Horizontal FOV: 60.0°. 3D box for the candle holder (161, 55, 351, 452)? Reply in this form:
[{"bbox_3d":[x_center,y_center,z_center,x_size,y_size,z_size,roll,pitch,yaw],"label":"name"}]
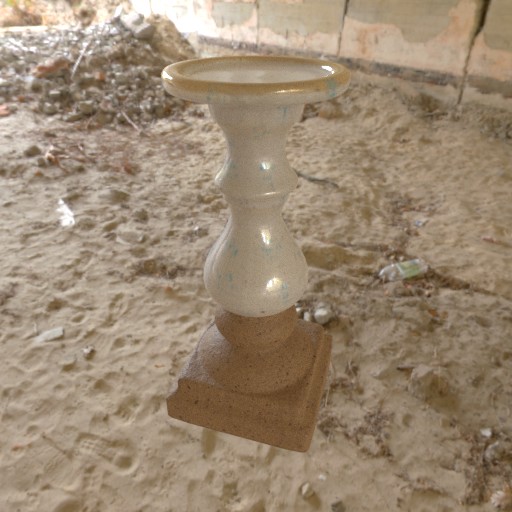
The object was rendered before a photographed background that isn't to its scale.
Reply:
[{"bbox_3d":[0.000,0.000,0.301,0.110,0.239,0.110,9,33,15],"label":"candle holder"}]
